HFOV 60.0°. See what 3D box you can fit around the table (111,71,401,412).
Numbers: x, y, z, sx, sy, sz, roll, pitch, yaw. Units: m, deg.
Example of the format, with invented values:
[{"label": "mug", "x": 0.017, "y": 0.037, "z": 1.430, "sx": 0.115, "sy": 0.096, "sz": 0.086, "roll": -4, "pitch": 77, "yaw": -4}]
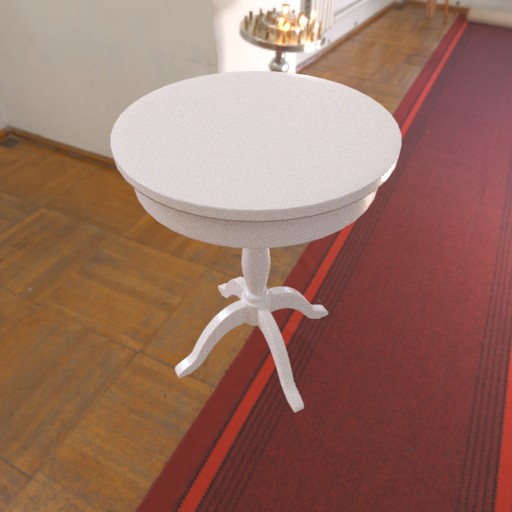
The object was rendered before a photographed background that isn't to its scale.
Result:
[{"label": "table", "x": 0.000, "y": 0.000, "z": 1.023, "sx": 0.513, "sy": 0.653, "sz": 0.513, "roll": 0, "pitch": 43, "yaw": 0}]
